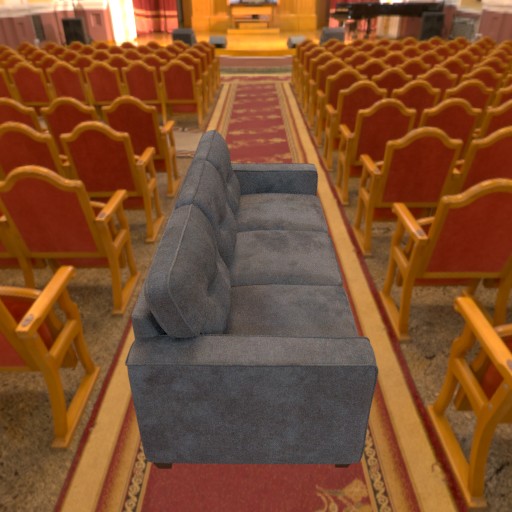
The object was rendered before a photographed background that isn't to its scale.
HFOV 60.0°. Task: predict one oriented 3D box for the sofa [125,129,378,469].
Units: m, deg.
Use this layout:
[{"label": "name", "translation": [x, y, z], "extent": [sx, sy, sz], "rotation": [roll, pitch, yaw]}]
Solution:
[{"label": "sofa", "translation": [0.000, 0.000, 2.564], "extent": [0.939, 0.965, 2.133], "rotation": [0, 31, 0]}]
